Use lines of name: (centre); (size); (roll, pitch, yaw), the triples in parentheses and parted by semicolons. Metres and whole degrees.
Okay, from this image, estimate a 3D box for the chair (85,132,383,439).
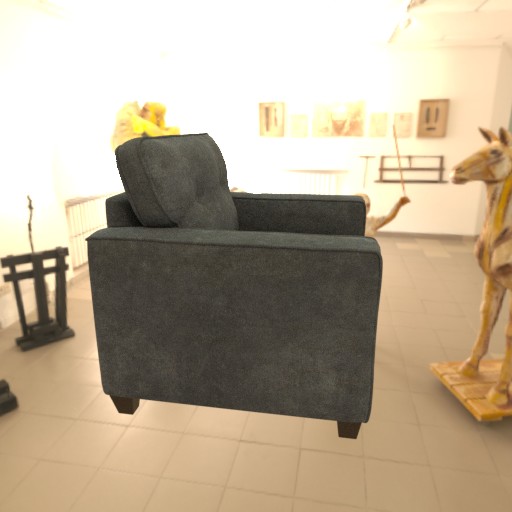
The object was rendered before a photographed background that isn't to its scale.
chair: (0.000, 0.000, 1.820); (0.939, 0.965, 1.015); (3, 17, 10)
